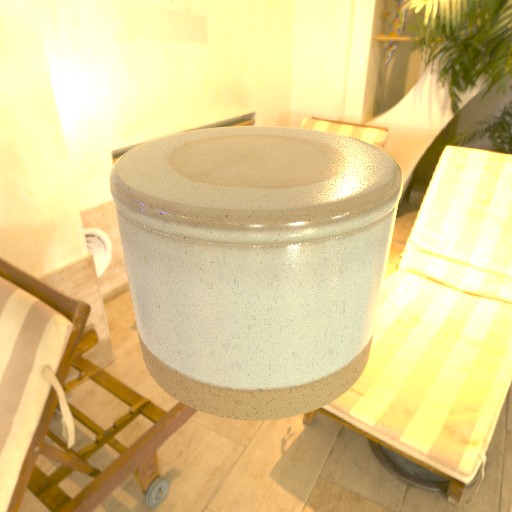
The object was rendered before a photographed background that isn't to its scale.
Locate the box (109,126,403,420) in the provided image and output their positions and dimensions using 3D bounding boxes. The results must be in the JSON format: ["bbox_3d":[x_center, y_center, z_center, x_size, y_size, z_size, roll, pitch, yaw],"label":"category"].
[{"bbox_3d":[0.000,0.000,0.268,0.154,0.123,0.154,0,29,0],"label":"box"}]
